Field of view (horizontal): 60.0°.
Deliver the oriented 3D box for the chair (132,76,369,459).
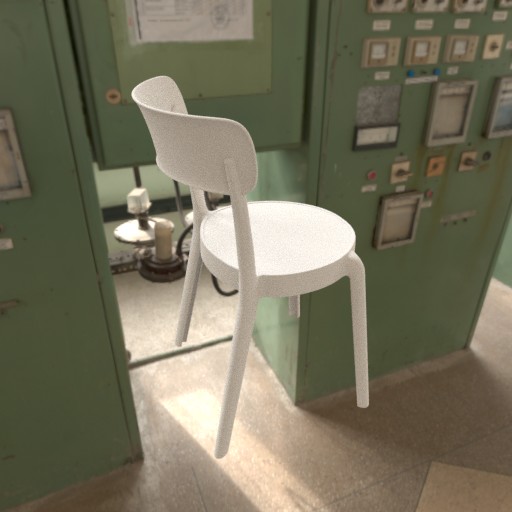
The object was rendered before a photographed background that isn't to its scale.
[{"bbox_3d":[0.000,0.000,1.099,0.491,0.790,0.506,-11,32,-19],"label":"chair"}]
